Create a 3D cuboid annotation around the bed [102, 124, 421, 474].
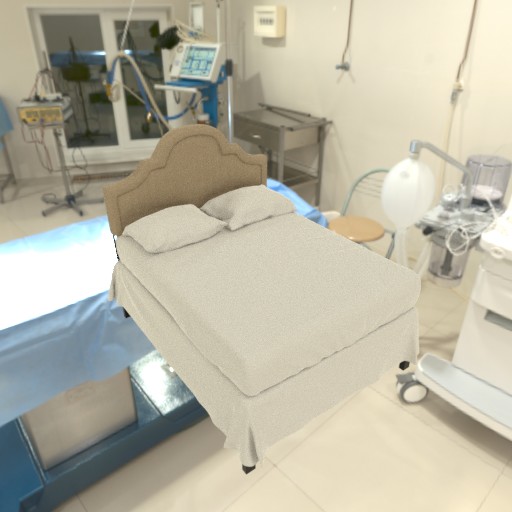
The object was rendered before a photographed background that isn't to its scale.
[{"bbox_3d":[0.000,0.000,3.417,1.780,1.634,2.222,-20,35,-31],"label":"bed"}]
